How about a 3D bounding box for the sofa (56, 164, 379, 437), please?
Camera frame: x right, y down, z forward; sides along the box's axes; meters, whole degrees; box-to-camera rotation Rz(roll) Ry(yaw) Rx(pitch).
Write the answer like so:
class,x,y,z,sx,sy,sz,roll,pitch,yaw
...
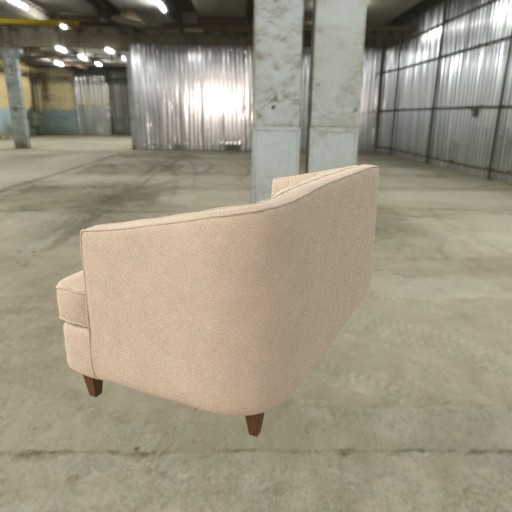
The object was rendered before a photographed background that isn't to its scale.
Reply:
class,x,y,z,sx,sy,sz,roll,pitch,yaw
sofa,0.000,0.000,2.252,0.940,0.878,1.731,8,19,25
